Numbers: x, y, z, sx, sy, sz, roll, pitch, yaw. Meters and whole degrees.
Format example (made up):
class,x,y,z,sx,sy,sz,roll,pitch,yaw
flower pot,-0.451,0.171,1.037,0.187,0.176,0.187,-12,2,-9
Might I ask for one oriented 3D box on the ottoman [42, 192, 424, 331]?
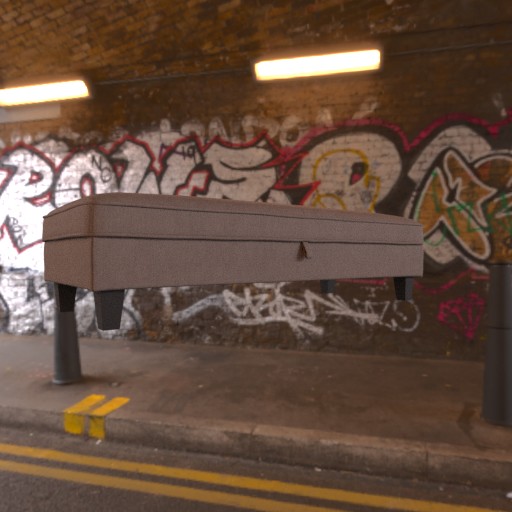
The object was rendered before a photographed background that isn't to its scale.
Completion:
class,x,y,z,sx,sy,sz,roll,pitch,yaw
ottoman,0.000,0.000,2.117,1.764,0.470,0.751,0,0,-36
